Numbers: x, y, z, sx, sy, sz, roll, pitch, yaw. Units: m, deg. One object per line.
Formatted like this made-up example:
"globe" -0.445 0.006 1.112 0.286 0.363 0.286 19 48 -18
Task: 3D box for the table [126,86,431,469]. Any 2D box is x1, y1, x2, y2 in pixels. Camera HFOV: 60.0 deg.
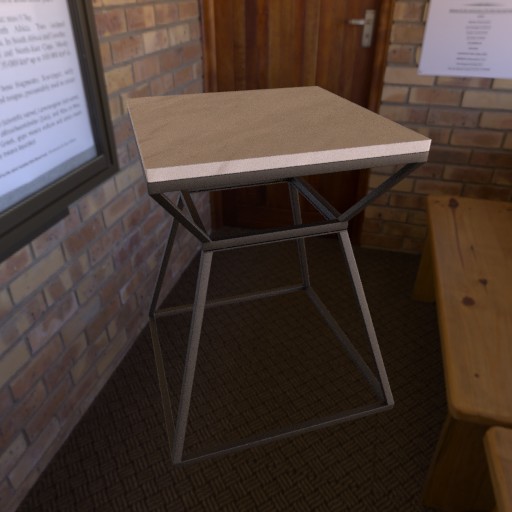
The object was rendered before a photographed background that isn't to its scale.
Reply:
"table" 0.000 0.000 0.898 0.455 0.559 0.455 -9 33 -15
